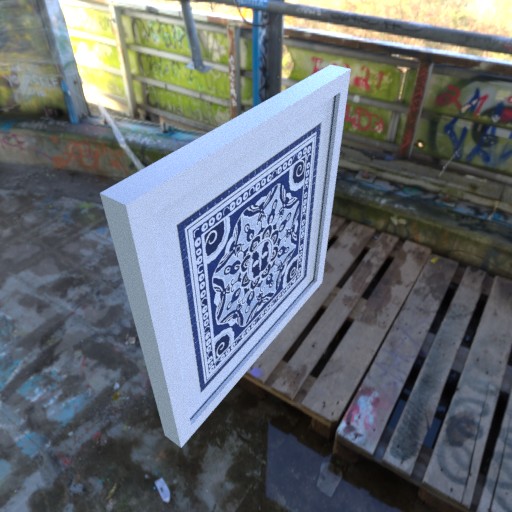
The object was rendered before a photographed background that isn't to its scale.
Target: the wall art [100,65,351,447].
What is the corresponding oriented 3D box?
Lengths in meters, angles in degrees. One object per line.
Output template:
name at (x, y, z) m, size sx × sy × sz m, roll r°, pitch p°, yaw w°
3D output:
wall art at (0.000, 0.000, 0.541) m, size 0.027 × 0.355 × 0.355 m, roll 25°, pitch 46°, yaw 26°
